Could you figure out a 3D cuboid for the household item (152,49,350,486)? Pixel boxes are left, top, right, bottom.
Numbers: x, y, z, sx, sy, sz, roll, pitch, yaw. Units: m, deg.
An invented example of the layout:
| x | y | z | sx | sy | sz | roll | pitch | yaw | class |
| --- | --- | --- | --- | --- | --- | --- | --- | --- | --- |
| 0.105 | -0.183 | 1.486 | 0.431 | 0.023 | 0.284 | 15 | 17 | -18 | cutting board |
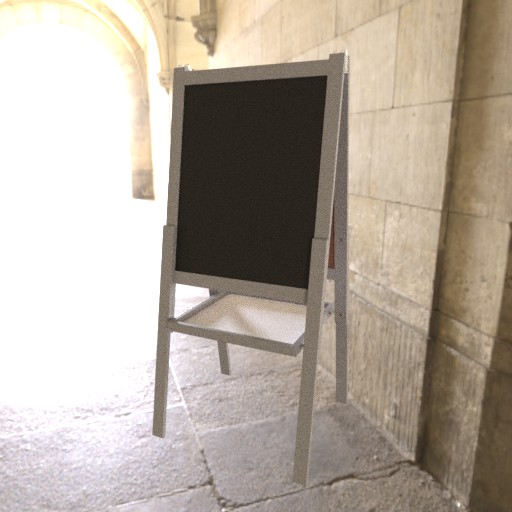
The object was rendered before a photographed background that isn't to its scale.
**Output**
| x | y | z | sx | sy | sz | roll | pitch | yaw | class |
| --- | --- | --- | --- | --- | --- | --- | --- | --- | --- |
| 0.000 | 0.000 | 1.413 | 0.531 | 1.172 | 0.469 | 6 | 15 | 25 | household item |
